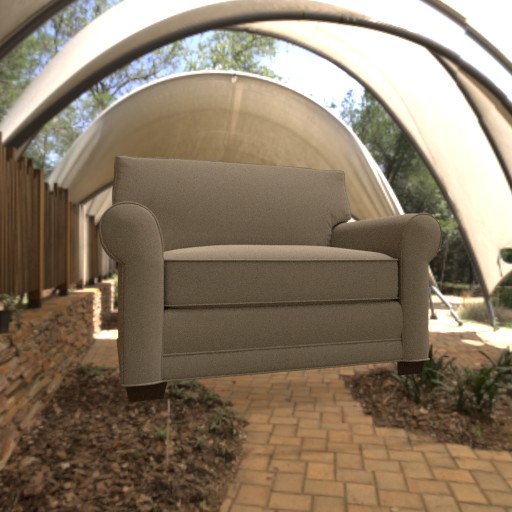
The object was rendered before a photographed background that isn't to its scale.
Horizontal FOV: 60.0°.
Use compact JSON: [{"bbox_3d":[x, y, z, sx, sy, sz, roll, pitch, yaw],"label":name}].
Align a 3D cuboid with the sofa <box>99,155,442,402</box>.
[{"bbox_3d":[0.000,0.000,2.112,1.405,1.006,0.937,0,0,-18],"label":"sofa"}]
